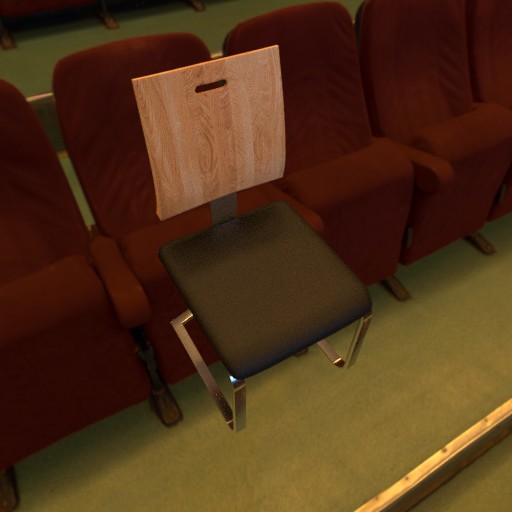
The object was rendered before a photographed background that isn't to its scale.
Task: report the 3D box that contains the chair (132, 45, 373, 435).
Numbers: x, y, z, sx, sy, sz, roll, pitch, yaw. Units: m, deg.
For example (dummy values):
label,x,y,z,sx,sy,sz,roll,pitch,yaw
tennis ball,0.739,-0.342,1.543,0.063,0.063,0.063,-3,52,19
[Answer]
label,x,y,z,sx,sy,sz,roll,pitch,yaw
chair,0.000,0.000,1.247,0.462,0.936,0.560,-23,50,-21
